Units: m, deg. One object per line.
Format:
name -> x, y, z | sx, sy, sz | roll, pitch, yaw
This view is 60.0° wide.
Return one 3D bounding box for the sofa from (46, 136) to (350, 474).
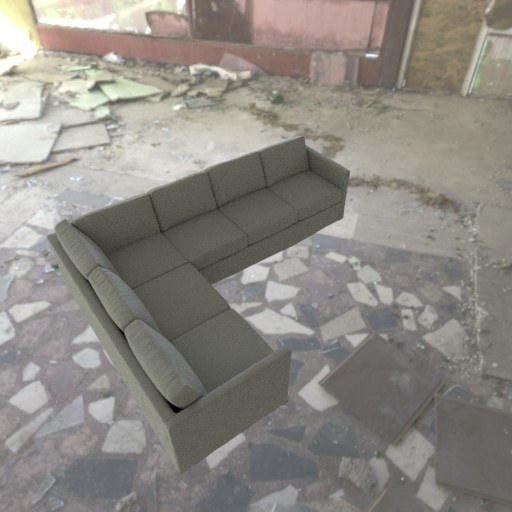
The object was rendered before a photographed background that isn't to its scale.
sofa -> 0.000, 0.000, 4.349 | 3.182, 0.871, 2.432 | -27, 48, -27
